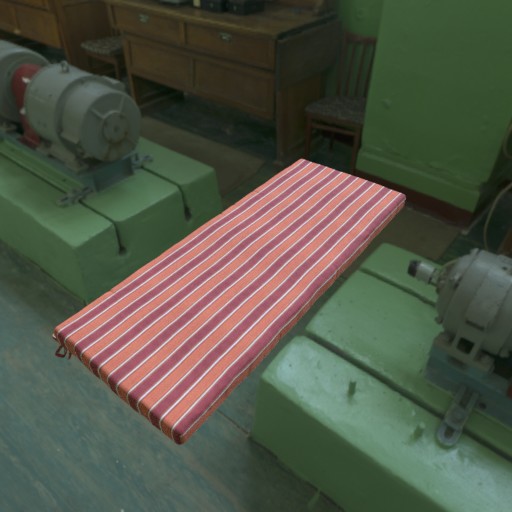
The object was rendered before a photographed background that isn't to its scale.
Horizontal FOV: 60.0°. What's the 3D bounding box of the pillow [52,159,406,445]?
[{"bbox_3d":[0.000,0.000,1.374,0.492,0.081,1.187,27,47,28],"label":"pillow"}]
